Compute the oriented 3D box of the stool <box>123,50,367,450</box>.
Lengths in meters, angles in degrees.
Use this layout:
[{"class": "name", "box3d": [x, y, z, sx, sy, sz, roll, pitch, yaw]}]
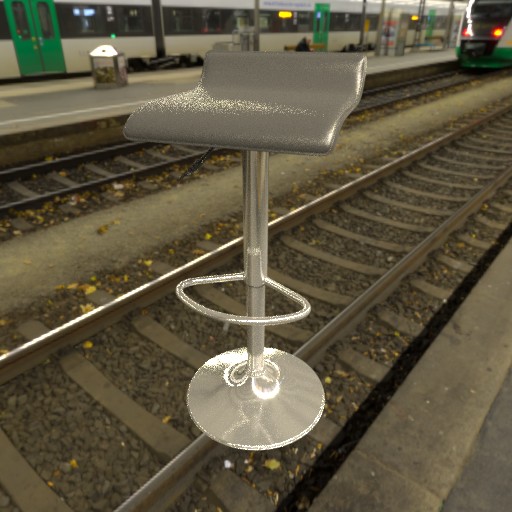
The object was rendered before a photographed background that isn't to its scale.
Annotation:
[{"class": "stool", "box3d": [0.000, 0.000, 1.033, 0.381, 0.851, 0.381, 9, 29, 16]}]
